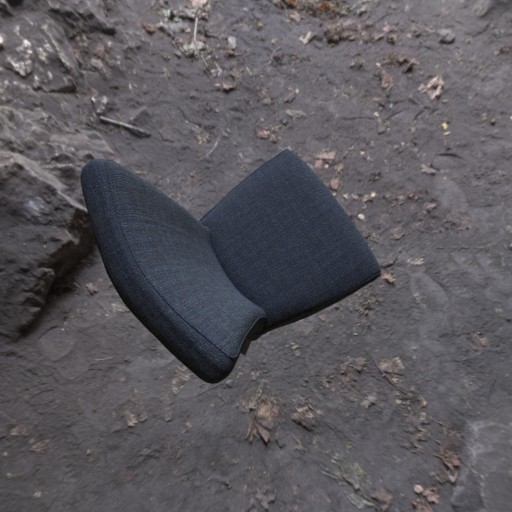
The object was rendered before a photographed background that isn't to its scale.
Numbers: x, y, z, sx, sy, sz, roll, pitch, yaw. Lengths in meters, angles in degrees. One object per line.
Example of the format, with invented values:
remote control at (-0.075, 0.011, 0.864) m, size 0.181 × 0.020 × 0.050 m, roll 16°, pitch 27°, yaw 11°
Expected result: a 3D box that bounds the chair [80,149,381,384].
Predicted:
chair at (0.000, 0.000, 1.354) m, size 0.660 × 0.991 × 0.520 m, roll -33°, pitch 78°, yaw -8°
